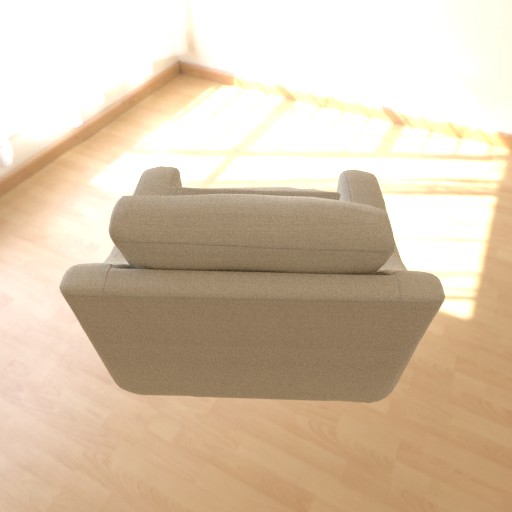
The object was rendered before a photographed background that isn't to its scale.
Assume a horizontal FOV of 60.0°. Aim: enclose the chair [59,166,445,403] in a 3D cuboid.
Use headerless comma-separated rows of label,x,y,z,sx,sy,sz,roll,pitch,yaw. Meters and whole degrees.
chair,0.000,0.000,1.907,1.178,1.016,1.009,1,46,1
